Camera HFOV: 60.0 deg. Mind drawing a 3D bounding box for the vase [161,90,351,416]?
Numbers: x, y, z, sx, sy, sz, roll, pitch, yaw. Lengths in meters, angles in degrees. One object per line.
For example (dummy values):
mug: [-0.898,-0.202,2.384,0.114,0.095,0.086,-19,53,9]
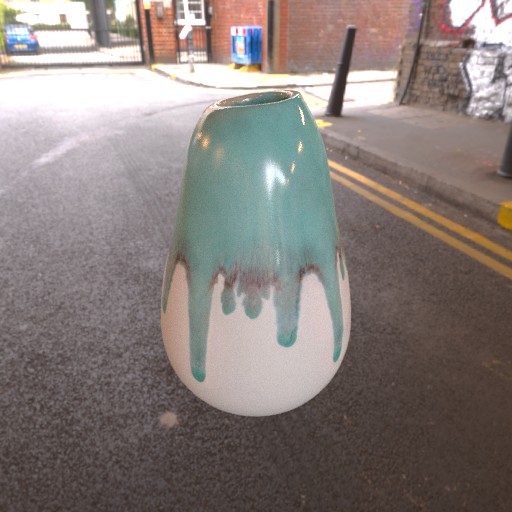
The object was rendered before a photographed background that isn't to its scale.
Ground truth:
vase: [0.000,0.000,0.258,0.116,0.179,0.116,0,27,0]
